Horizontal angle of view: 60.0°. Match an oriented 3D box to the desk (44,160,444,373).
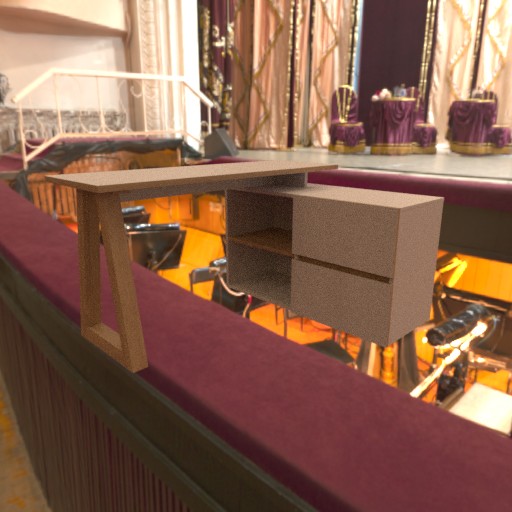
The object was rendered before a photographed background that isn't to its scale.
[{"bbox_3d":[0.000,0.000,2.052,1.404,0.755,1.098,-15,22,-42],"label":"desk"}]
